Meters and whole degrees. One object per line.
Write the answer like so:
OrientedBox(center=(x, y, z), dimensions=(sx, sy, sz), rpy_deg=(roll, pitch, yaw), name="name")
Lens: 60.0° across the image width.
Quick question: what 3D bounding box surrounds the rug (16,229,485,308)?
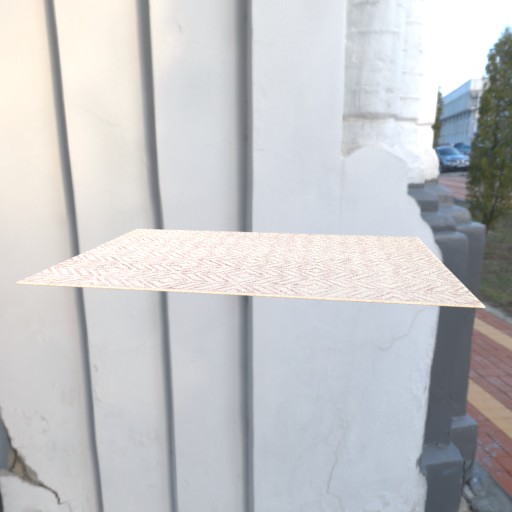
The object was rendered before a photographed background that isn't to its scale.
OrientedBox(center=(0.000, 0.000, 2.283), dimensions=(1.828, 0.007, 1.220), rpy_deg=(2, 14, 9), name="rug")
